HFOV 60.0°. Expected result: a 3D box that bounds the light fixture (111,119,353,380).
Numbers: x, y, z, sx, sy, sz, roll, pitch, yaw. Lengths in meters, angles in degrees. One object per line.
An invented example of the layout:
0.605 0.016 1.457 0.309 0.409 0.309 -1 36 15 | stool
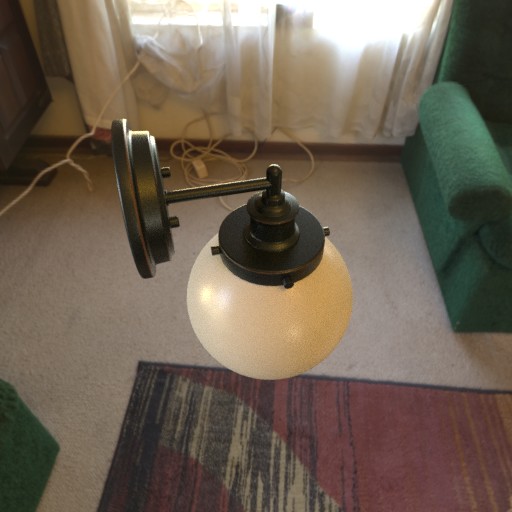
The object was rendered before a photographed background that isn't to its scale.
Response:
0.000 0.000 0.479 0.230 0.332 0.197 -10 47 -9 | light fixture
